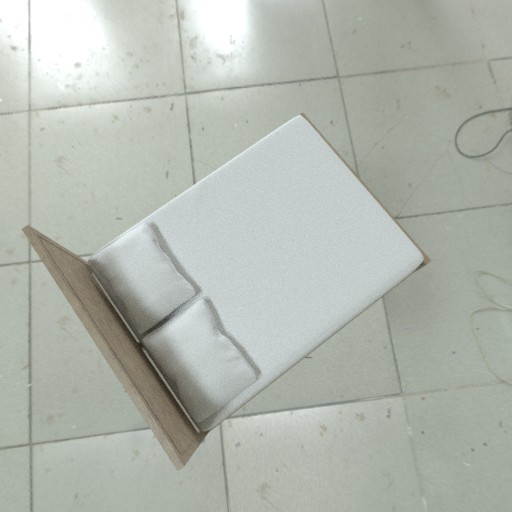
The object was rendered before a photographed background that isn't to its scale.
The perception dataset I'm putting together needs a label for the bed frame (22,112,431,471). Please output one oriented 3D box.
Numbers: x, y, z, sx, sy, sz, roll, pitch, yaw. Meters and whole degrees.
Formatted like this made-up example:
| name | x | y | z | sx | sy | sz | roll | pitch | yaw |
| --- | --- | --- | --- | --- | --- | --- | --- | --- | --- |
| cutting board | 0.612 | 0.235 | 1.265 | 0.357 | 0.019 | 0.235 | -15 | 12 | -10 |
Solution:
| name | x | y | z | sx | sy | sz | roll | pitch | yaw |
| --- | --- | --- | --- | --- | --- | --- | --- | --- | --- |
| bed frame | 0.000 | 0.000 | 3.231 | 2.189 | 1.369 | 1.606 | -36 | 79 | -8 |
